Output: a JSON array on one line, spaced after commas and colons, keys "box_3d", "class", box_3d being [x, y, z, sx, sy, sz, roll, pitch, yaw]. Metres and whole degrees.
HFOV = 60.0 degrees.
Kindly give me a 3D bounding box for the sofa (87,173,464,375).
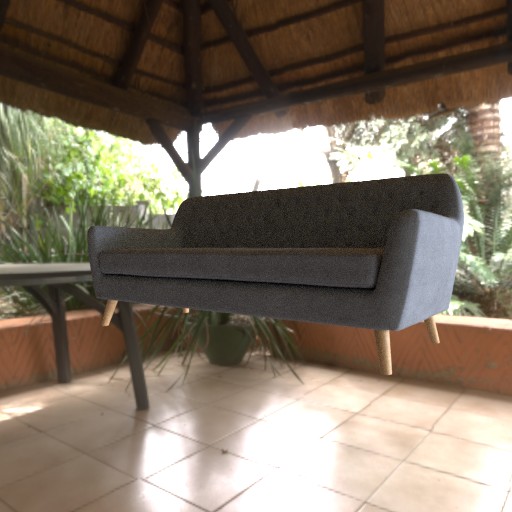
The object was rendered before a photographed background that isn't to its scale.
[{"box_3d": [0.000, 0.000, 2.399, 1.970, 0.830, 0.830, 1, 1, 36], "class": "sofa"}]
